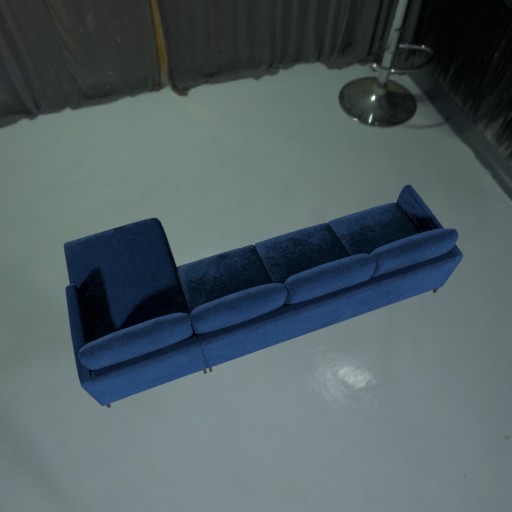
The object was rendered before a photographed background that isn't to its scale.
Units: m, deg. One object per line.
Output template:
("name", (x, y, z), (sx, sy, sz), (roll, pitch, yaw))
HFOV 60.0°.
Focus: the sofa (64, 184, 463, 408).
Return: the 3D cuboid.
("sofa", (0.000, 0.000, 3.589), (2.932, 0.810, 1.350), (-17, 58, -11))
